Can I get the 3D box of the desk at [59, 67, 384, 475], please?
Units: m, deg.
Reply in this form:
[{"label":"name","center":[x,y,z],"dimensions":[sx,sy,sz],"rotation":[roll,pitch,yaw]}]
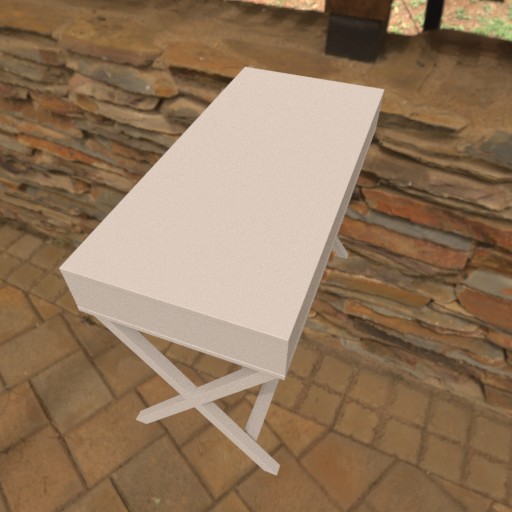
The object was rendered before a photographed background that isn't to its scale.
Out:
[{"label":"desk","center":[0.000,0.000,1.493],"dimensions":[0.525,0.780,1.057],"rotation":[15,48,14]}]
